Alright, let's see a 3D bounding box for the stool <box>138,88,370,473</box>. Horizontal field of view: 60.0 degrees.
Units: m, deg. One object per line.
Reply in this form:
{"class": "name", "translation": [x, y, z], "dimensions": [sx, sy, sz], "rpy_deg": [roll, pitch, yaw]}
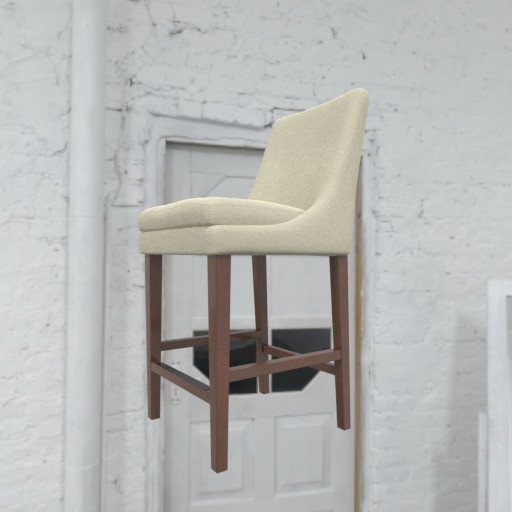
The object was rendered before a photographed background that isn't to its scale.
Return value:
{"class": "stool", "translation": [0.000, 0.000, 1.317], "dimensions": [0.577, 0.981, 0.470], "rpy_deg": [0, 1, -35]}
